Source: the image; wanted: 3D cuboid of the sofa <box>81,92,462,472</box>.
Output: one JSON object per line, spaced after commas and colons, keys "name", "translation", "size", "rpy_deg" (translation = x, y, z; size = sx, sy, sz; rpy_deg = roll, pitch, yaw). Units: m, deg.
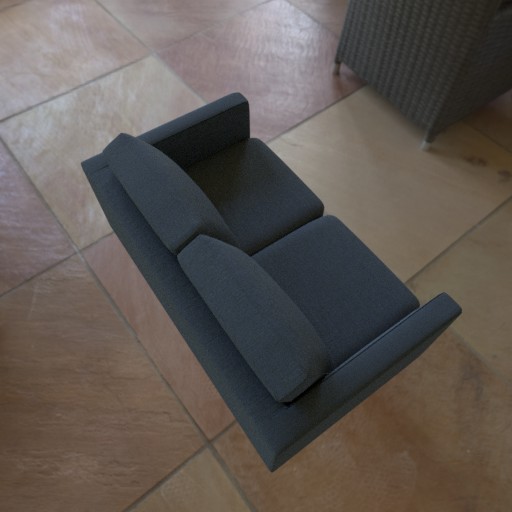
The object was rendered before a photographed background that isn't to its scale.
{"name": "sofa", "translation": [0.000, 0.000, 2.236], "size": [0.999, 0.907, 1.659], "rpy_deg": [-31, 64, -17]}
